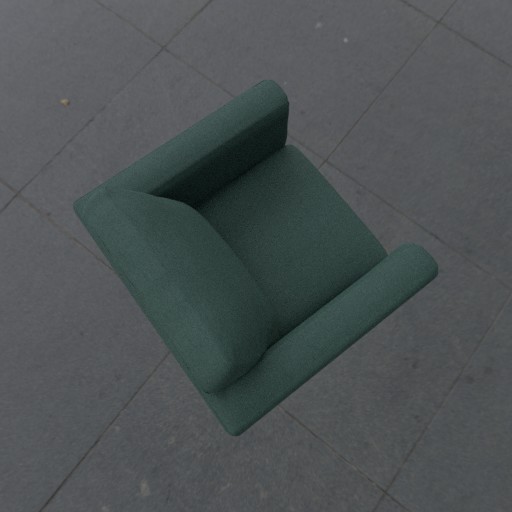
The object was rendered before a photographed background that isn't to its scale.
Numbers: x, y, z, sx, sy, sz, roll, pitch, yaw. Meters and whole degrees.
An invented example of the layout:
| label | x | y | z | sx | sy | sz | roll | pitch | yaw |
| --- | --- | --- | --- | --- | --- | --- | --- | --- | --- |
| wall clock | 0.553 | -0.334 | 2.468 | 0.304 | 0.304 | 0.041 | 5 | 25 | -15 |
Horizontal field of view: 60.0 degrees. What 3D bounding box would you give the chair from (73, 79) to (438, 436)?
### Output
| label | x | y | z | sx | sy | sz | roll | pitch | yaw |
| --- | --- | --- | --- | --- | --- | --- | --- | --- | --- |
| chair | 0.000 | 0.000 | 1.551 | 0.800 | 0.927 | 0.855 | -36 | 78 | -9 |
